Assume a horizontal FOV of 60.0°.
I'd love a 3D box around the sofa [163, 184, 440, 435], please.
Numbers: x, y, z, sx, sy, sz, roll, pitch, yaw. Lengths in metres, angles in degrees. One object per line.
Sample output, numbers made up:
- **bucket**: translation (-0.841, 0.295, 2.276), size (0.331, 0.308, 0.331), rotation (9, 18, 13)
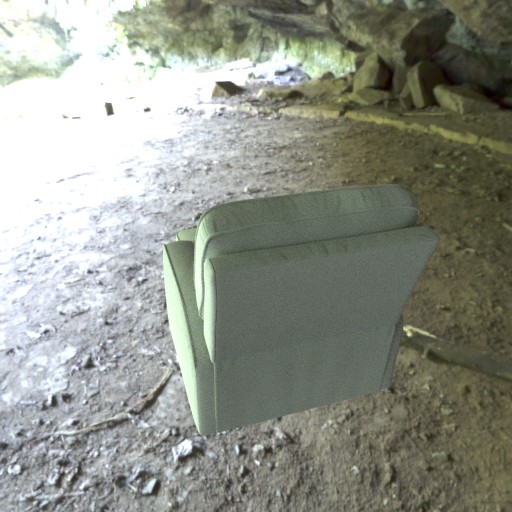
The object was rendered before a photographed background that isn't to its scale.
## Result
- **sofa**: translation (0.000, 0.000, 2.076), size (0.861, 0.959, 1.472), rotation (-8, 28, -16)
